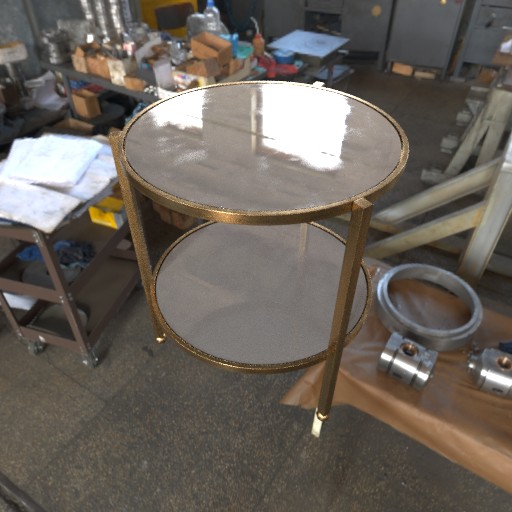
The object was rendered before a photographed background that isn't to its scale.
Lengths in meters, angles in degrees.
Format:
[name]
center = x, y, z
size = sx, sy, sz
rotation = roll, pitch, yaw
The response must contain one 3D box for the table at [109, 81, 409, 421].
[table]
center = 0.000, 0.000, 0.451
size = 0.243, 0.269, 0.231
rotation = -1, 41, -1
